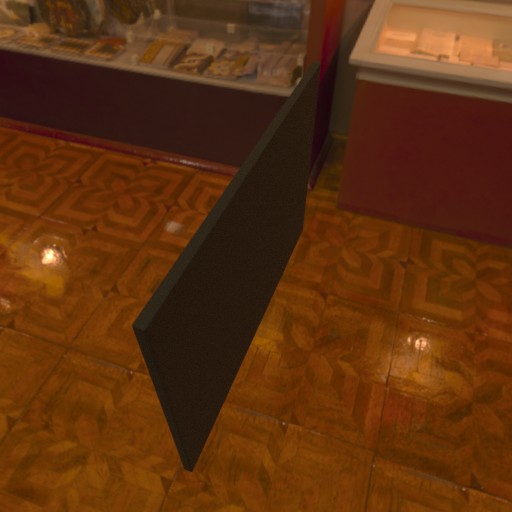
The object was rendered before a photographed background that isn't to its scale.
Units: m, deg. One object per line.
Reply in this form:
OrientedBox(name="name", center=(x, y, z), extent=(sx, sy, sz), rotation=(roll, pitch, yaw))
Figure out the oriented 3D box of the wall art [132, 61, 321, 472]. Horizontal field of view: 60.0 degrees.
OrientedBox(name="wall art", center=(0.000, 0.000, 1.198), extent=(0.026, 0.656, 0.958), rotation=(16, 49, 14))
